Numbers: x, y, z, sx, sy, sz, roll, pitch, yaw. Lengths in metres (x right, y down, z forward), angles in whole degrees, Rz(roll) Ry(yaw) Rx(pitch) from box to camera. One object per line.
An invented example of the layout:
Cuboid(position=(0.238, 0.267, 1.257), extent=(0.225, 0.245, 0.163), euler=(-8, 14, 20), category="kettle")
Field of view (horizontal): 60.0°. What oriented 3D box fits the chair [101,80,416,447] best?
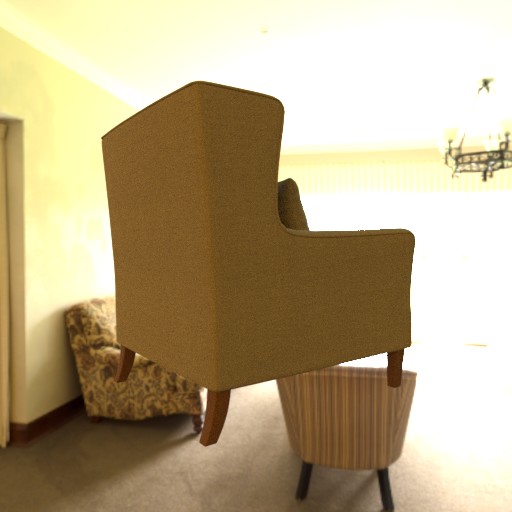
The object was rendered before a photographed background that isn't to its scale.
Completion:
Cuboid(position=(0.000, 0.000, 1.825), extent=(1.040, 1.056, 0.866), euler=(-1, 2, -37), category="chair")
